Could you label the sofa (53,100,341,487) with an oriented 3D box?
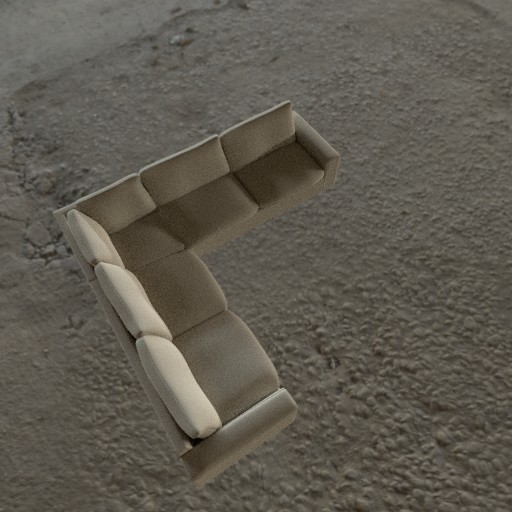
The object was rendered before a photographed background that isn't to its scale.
[{"bbox_3d":[0.000,0.000,4.708,3.206,0.918,3.066,-29,63,-17],"label":"sofa"}]
